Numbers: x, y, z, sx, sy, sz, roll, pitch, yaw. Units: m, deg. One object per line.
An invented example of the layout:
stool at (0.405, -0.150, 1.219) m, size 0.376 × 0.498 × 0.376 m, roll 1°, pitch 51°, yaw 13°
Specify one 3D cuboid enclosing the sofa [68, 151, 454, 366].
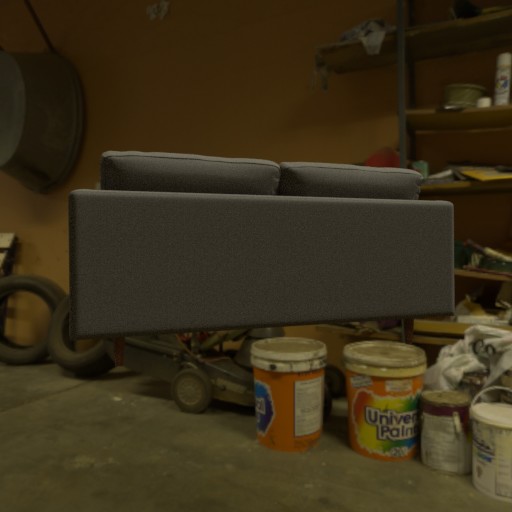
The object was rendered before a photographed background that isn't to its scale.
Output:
sofa at (0.000, 0.000, 2.287) m, size 1.713 × 0.866 × 0.940 m, roll 0°, pitch 1°, yaw -18°
